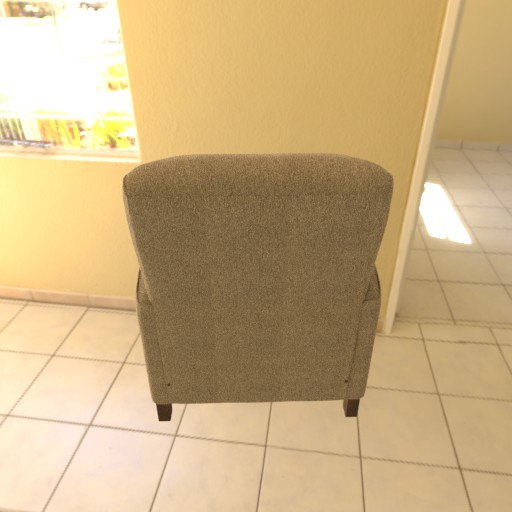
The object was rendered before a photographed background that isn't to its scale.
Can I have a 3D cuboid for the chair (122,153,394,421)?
[{"bbox_3d":[0.000,0.000,1.689,0.841,1.028,0.858,-1,32,-2],"label":"chair"}]
